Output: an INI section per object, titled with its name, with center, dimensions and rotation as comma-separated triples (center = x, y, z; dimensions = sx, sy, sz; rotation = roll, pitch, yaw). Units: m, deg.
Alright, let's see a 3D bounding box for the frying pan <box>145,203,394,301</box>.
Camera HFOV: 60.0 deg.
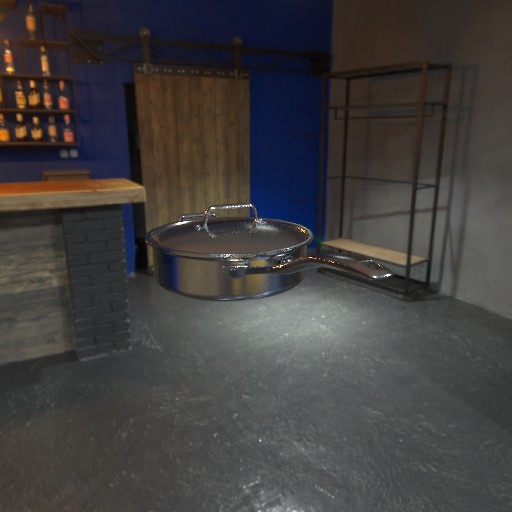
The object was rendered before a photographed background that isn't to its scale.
[frying pan]
center = 0.000, 0.000, 0.583
dimensions = 0.245, 0.111, 0.492
rotation = -8, 18, -25
